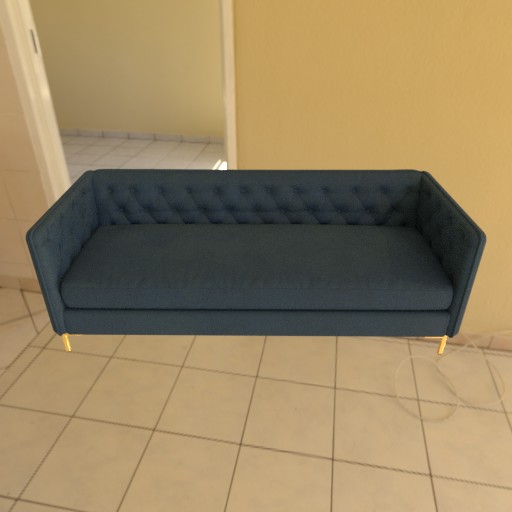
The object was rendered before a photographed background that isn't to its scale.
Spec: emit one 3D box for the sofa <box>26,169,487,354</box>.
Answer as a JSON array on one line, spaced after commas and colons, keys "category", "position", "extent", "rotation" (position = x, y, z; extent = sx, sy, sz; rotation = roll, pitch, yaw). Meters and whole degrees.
[{"category": "sofa", "position": [0.000, 0.000, 2.615], "extent": [2.209, 0.771, 0.895], "rotation": [0, 31, 0]}]
